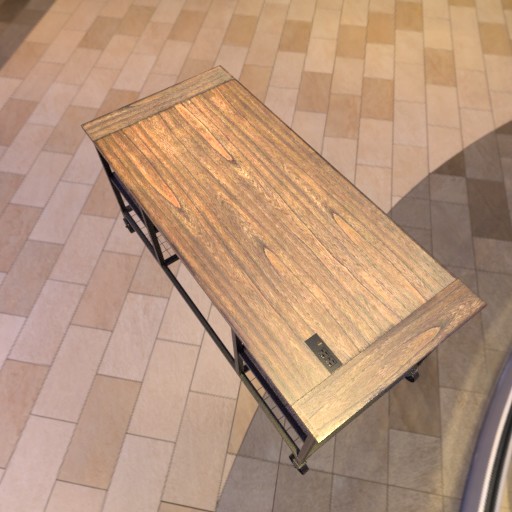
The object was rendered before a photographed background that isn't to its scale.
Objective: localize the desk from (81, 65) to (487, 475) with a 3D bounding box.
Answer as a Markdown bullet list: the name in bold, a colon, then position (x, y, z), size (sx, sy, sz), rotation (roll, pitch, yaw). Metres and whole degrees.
- **desk**: position (0.000, 0.000, 1.970), size (0.711, 0.751, 1.590), rotation (-31, 63, -18)
